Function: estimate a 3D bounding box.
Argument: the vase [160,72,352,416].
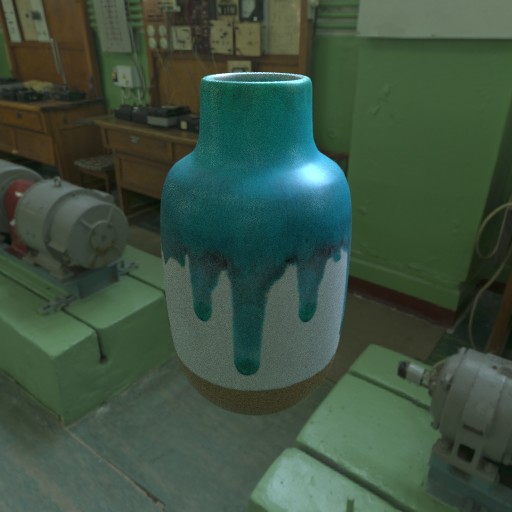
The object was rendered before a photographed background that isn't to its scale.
[{"bbox_3d":[0.000,0.000,0.255,0.106,0.192,0.106,0,27,0],"label":"vase"}]
